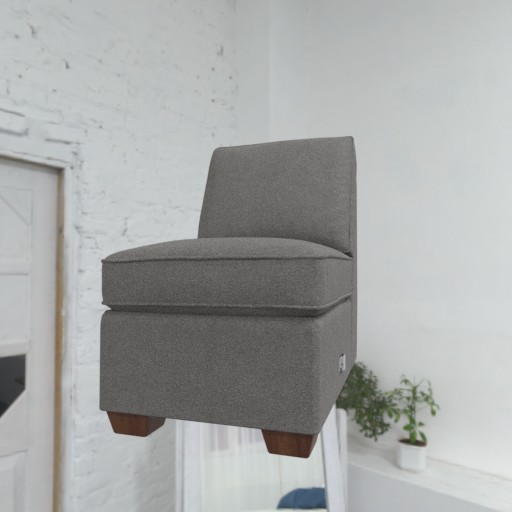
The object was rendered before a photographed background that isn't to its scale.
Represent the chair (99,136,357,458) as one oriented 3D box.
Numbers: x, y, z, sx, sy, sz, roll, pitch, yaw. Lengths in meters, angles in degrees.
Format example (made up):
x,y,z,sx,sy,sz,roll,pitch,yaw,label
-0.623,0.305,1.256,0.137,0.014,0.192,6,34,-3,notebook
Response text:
x,y,z,sx,sy,sz,roll,pitch,yaw,label
0.000,0.000,1.519,0.621,0.970,0.938,0,-2,18,chair
